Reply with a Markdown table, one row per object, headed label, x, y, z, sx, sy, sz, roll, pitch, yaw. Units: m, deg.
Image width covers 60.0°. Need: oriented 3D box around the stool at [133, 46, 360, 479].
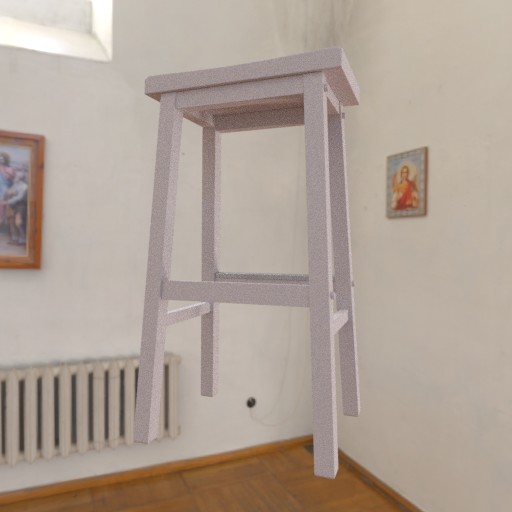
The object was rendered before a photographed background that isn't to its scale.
| label | x | y | z | sx | sy | sz | roll | pitch | yaw |
| --- | --- | --- | --- | --- | --- | --- | --- | --- | --- |
| stool | 0.000 | 0.000 | 0.958 | 0.406 | 0.742 | 0.322 | 1 | 2 | 21 |
